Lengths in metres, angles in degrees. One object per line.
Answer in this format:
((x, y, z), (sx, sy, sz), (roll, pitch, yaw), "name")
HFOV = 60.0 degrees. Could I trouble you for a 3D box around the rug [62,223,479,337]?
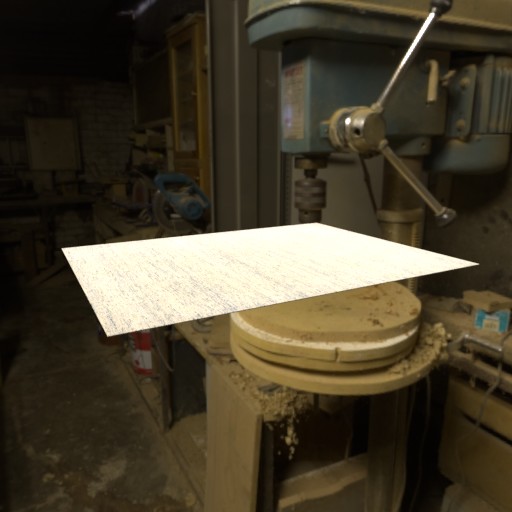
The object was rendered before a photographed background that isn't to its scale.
((0.000, 0.000, 4.238), (3.197, 0.006, 2.438), (-8, 16, -28), "rug")
